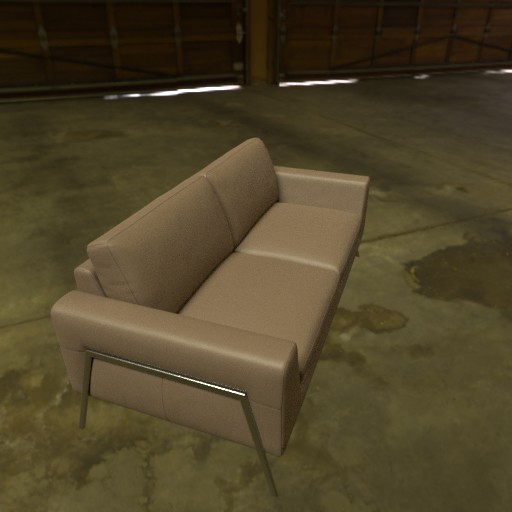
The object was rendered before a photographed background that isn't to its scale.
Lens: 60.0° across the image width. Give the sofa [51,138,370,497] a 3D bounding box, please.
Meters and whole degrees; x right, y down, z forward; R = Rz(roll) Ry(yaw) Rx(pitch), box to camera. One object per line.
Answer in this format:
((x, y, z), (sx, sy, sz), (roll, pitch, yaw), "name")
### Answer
((0.000, 0.000, 2.437), (0.953, 0.875, 2.017), (10, 30, 18), "sofa")
